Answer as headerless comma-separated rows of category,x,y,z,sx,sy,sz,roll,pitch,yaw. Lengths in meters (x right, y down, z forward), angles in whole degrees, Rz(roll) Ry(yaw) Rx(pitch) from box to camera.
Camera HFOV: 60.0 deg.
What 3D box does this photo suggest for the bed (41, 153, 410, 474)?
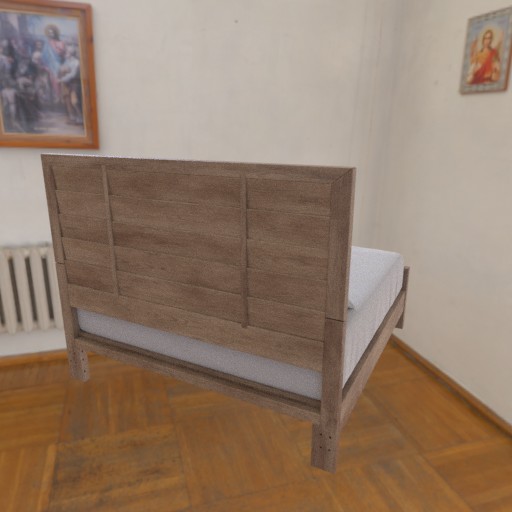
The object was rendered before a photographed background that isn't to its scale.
bed,0.000,0.000,3.479,2.032,1.626,2.062,9,19,26
